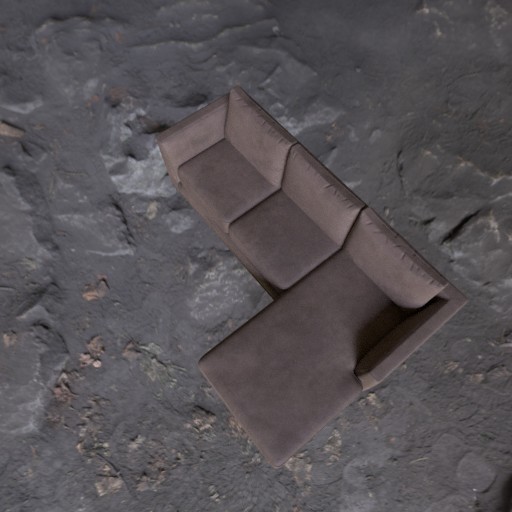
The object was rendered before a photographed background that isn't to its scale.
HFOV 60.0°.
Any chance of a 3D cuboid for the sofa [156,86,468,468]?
[{"bbox_3d":[0.000,0.000,3.299,1.622,0.987,2.438,-36,70,-16],"label":"sofa"}]
